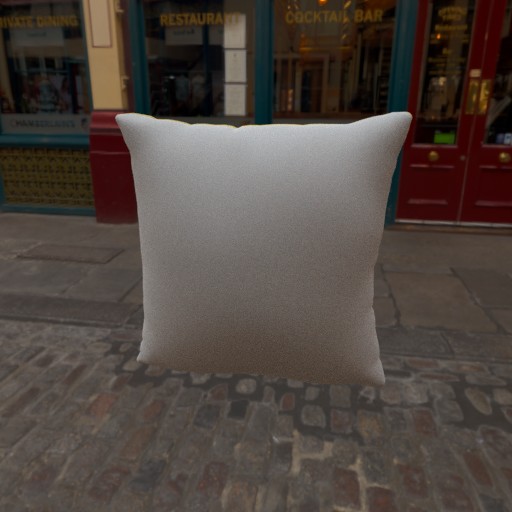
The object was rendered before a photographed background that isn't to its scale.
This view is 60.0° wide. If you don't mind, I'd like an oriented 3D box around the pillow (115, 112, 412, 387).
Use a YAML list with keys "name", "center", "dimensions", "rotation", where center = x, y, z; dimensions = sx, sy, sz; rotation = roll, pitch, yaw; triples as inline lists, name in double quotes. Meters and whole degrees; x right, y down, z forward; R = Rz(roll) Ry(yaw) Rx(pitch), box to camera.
- name: "pillow"
  center: [0.000, 0.000, 0.729]
  dimensions: [0.450, 0.450, 0.211]
  rotation: [3, 18, 8]
